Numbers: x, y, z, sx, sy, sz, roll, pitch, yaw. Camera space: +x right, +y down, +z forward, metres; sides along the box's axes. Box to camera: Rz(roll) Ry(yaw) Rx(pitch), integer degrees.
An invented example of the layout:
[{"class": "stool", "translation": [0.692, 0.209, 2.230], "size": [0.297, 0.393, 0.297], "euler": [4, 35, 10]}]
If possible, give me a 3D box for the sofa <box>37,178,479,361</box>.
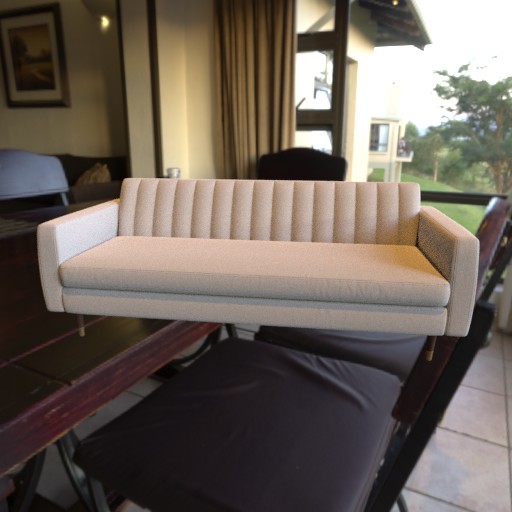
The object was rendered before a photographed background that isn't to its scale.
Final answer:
[{"class": "sofa", "translation": [0.000, 0.000, 2.684], "size": [2.291, 0.821, 0.990], "euler": [2, 16, 8]}]
